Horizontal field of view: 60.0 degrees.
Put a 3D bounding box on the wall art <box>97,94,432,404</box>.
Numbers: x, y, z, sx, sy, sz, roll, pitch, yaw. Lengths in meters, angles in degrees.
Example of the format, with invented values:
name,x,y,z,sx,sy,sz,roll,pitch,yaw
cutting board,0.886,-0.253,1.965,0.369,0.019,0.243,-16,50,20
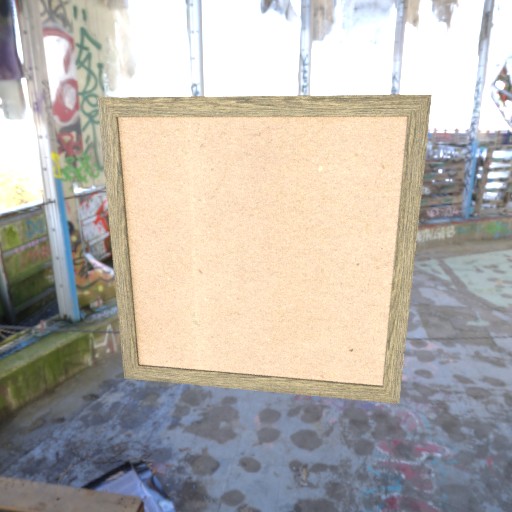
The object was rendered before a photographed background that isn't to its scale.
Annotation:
name,x,y,z,sx,sy,sz,roll,pitch,yaw
wall art,0.000,0.000,0.747,0.508,0.508,0.019,3,17,9
